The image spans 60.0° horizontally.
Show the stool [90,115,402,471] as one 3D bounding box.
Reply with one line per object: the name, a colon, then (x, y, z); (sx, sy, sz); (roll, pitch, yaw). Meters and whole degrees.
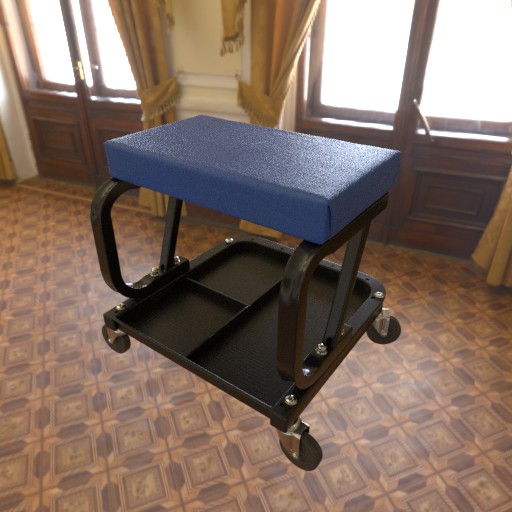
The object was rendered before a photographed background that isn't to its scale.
stool: (0.000, 0.000, 0.729); (0.446, 0.380, 0.371); (20, 36, 31)
